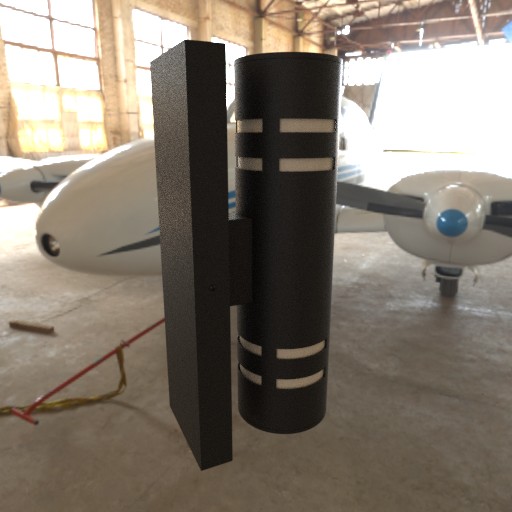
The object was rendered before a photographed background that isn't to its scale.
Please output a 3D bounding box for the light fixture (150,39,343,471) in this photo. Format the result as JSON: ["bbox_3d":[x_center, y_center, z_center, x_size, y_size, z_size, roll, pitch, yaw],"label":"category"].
[{"bbox_3d":[0.000,0.000,0.402,0.149,0.330,0.105,-7,17,-24],"label":"light fixture"}]
